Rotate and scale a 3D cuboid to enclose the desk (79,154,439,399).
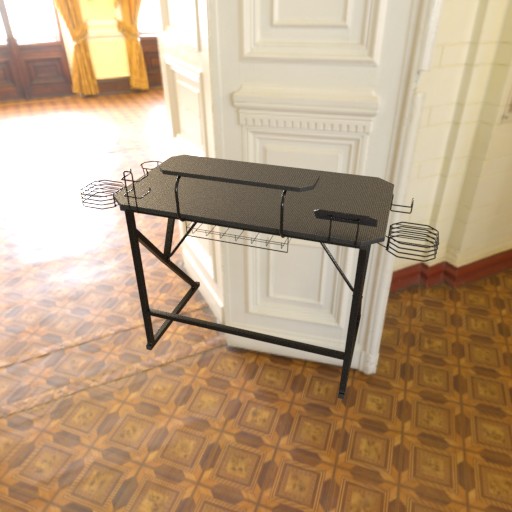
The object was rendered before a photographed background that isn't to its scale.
[{"bbox_3d":[0.000,0.000,1.808,1.290,0.880,0.580,10,33,16],"label":"desk"}]
